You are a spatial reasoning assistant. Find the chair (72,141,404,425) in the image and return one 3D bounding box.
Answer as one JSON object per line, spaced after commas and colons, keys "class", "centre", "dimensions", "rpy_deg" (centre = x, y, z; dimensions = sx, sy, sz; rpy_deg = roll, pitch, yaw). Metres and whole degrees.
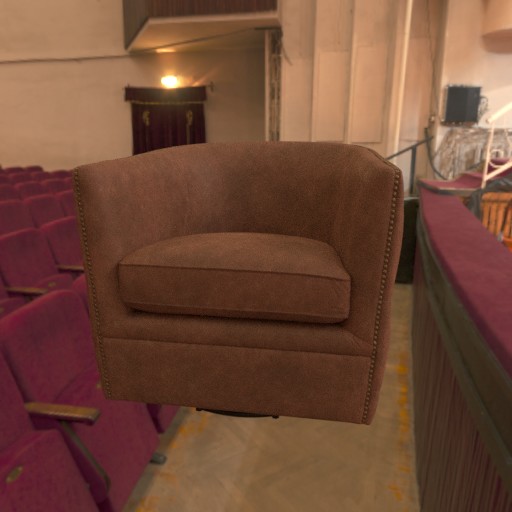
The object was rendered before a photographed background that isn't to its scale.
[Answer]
{"class": "chair", "centre": [0.000, 0.000, 1.545], "dimensions": [0.850, 0.790, 0.870], "rpy_deg": [2, 14, 9]}
